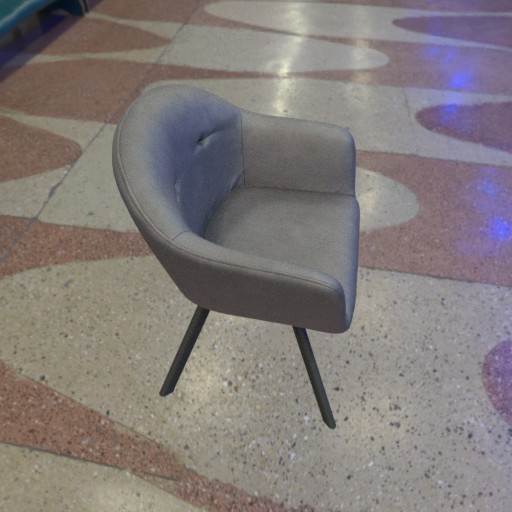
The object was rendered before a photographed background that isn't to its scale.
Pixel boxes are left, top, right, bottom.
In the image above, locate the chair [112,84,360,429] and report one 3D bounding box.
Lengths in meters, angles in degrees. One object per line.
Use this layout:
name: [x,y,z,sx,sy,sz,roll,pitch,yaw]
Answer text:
chair: [0.000,0.000,1.148,0.544,0.781,0.567,8,46,8]
